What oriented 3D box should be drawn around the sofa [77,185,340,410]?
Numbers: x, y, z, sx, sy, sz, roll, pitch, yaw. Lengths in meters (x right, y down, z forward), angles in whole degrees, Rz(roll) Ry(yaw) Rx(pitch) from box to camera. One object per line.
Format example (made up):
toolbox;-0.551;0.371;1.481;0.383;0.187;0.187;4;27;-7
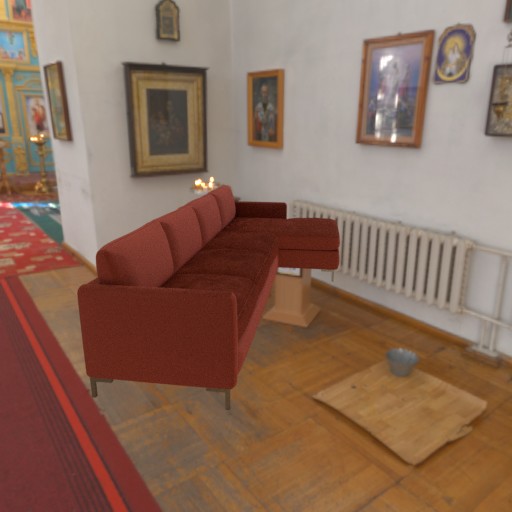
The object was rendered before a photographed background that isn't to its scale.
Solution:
sofa;0.000;0.000;3.489;1.350;0.810;2.932;2;16;9
